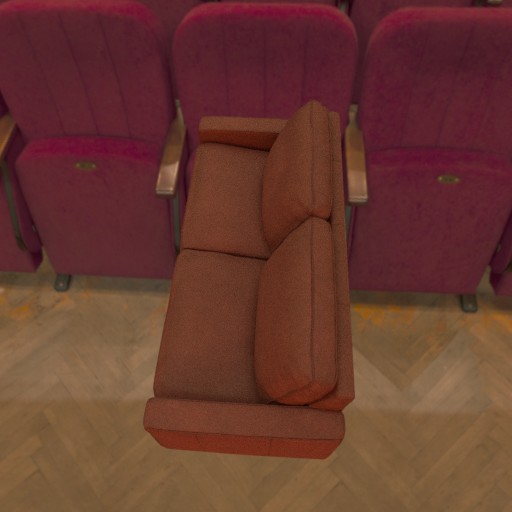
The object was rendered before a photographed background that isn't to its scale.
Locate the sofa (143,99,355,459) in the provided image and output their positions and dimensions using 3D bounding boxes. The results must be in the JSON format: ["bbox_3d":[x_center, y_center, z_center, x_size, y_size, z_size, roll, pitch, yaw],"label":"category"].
[{"bbox_3d":[0.000,0.000,2.610,0.940,0.919,2.080,3,58,2],"label":"sofa"}]
